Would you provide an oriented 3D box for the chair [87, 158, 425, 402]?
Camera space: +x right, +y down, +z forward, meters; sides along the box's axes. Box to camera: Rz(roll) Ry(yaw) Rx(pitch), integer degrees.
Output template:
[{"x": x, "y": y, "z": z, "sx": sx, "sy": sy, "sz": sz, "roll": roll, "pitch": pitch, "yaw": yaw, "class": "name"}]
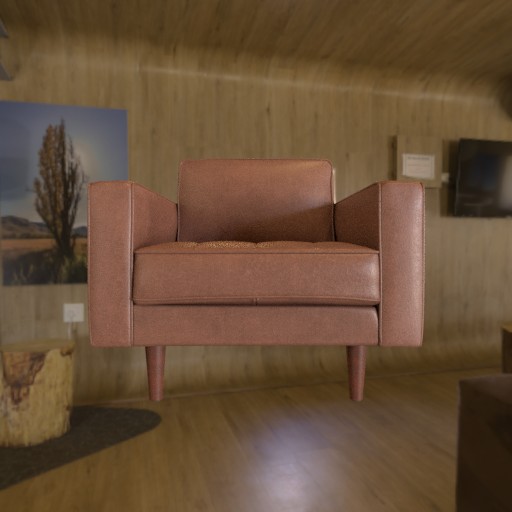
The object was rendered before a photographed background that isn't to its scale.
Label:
[{"x": 0.000, "y": 0.000, "z": 1.560, "sx": 0.920, "sy": 0.770, "sz": 0.900, "roll": 0, "pitch": 2, "yaw": 0, "class": "chair"}]
